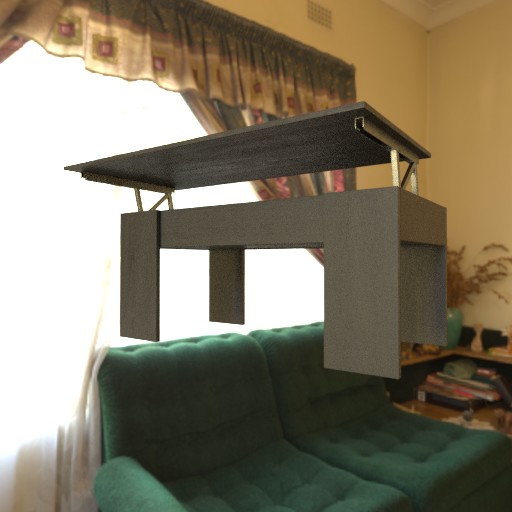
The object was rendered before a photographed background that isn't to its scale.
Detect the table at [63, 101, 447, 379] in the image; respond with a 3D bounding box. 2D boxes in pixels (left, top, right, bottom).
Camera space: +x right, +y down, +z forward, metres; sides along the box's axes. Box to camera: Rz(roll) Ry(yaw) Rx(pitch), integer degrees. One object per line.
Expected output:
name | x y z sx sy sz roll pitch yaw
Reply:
table | 0.000 0.000 1.408 1.000 0.570 0.711 -1 -1 35
